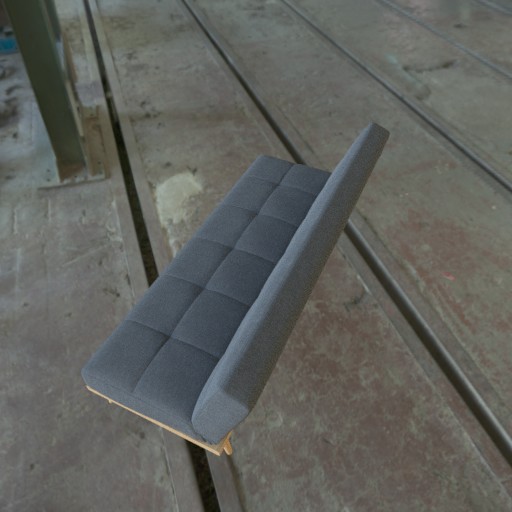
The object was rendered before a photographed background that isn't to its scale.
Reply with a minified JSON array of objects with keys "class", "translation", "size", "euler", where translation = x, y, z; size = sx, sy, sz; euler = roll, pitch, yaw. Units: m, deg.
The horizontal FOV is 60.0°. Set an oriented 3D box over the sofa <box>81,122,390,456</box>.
[{"class":"sofa","translation":[0.000,0.000,2.276],"size":[0.820,0.770,1.820],"euler":[19,49,17]}]
